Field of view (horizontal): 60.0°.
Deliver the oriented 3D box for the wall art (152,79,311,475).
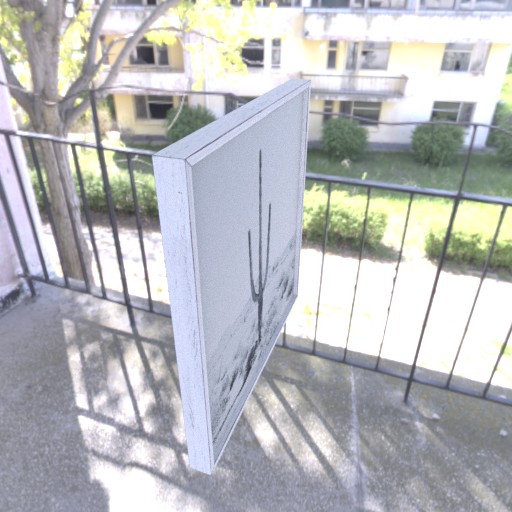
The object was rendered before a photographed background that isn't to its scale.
[{"bbox_3d":[0.000,0.000,0.775,0.038,0.508,0.508,11,32,17],"label":"wall art"}]
